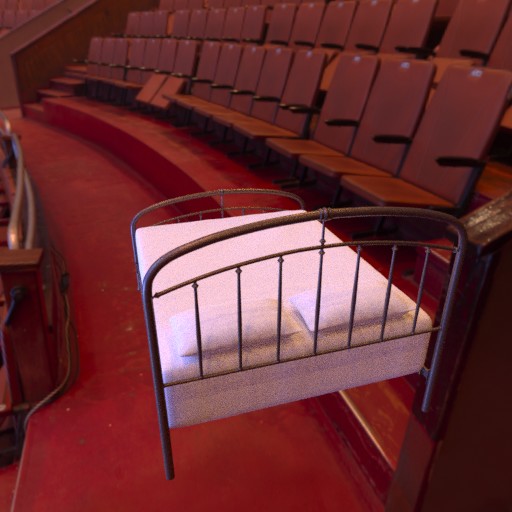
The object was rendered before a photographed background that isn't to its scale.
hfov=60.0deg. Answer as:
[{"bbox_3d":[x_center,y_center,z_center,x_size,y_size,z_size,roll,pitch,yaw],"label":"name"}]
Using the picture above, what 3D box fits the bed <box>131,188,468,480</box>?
[{"bbox_3d":[0.000,0.000,3.236,1.711,1.475,2.168,-8,27,-15],"label":"bed"}]
